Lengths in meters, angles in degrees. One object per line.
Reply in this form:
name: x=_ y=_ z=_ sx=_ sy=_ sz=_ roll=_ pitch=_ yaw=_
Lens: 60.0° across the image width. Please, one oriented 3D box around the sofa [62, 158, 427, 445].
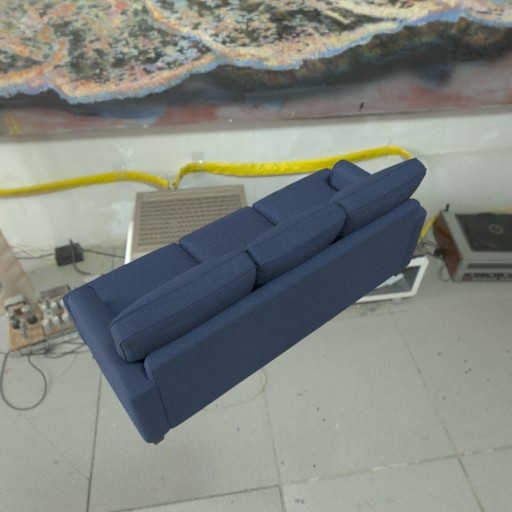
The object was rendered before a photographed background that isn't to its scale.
sofa: x=0.000 y=0.000 z=2.744 sx=2.158 sy=0.965 sz=0.951 roll=-29 pitch=52 yaw=-26
